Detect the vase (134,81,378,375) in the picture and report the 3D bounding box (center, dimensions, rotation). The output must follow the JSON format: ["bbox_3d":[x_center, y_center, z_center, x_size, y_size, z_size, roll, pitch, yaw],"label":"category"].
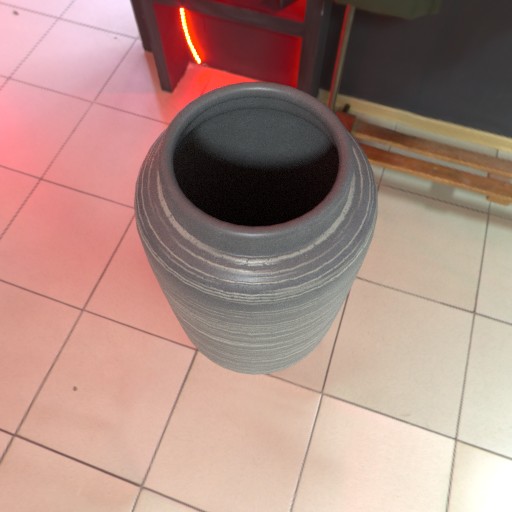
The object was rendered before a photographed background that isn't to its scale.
[{"bbox_3d":[0.000,0.000,0.679,0.297,0.499,0.297,0,64,0],"label":"vase"}]
